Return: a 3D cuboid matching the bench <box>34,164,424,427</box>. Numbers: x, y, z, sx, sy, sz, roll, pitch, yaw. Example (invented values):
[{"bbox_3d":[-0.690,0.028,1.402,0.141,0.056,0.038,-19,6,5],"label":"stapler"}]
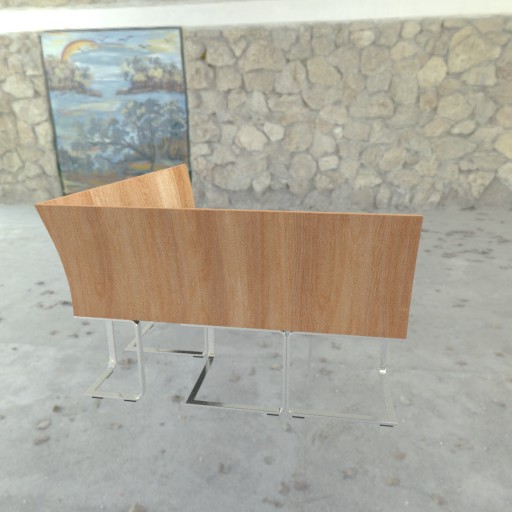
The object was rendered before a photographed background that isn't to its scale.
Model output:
[{"bbox_3d":[0.000,0.000,2.715,1.495,0.930,1.945,3,17,9],"label":"bench"}]
